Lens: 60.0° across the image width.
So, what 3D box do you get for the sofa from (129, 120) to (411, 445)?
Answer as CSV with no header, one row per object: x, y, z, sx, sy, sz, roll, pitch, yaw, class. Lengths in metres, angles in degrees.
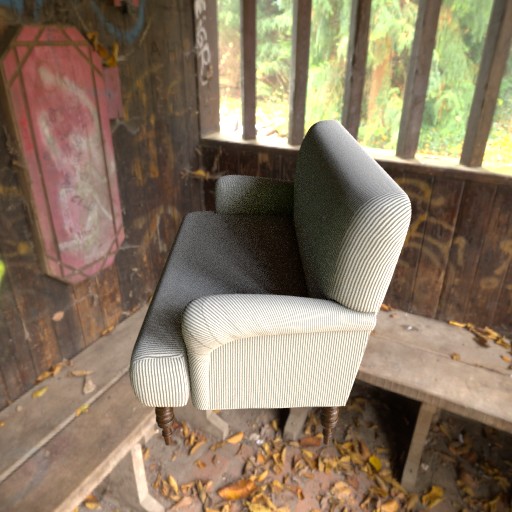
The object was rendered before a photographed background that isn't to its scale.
0.000,0.000,1.793,0.779,0.889,1.297,0,27,0,sofa
